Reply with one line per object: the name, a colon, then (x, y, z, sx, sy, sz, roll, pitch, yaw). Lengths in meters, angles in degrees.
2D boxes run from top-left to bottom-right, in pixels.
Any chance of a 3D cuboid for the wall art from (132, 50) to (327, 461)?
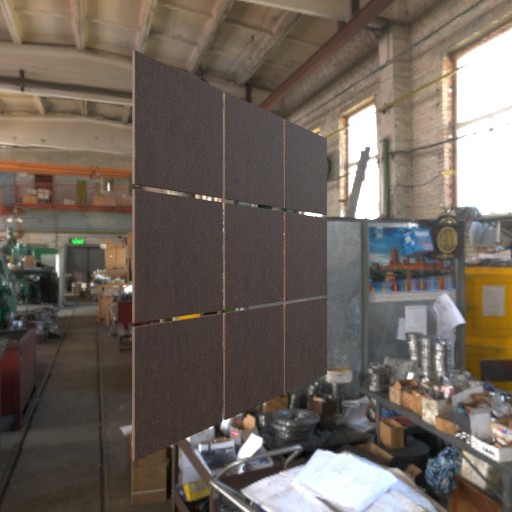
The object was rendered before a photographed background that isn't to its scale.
wall art: (0.000, 0.000, 2.259, 0.014, 1.525, 1.527, 0, 0, 37)
